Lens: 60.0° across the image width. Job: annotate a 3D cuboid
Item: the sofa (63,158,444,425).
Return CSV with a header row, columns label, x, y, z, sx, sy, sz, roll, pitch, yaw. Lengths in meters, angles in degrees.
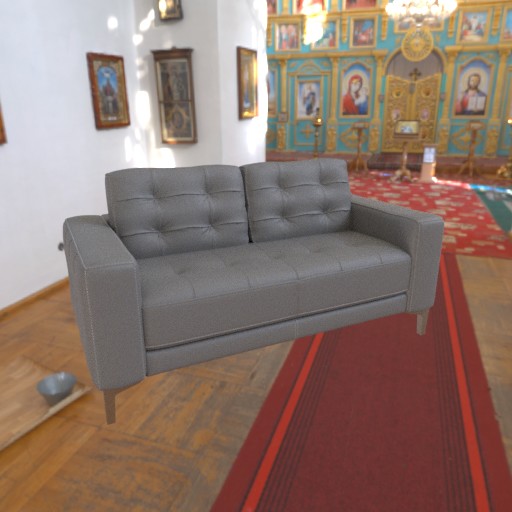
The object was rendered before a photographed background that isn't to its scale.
label,x,y,z,sx,sy,sz,roll,pitch,yaw
sofa,0.000,0.000,2.224,1.726,0.892,0.833,-9,20,-25
